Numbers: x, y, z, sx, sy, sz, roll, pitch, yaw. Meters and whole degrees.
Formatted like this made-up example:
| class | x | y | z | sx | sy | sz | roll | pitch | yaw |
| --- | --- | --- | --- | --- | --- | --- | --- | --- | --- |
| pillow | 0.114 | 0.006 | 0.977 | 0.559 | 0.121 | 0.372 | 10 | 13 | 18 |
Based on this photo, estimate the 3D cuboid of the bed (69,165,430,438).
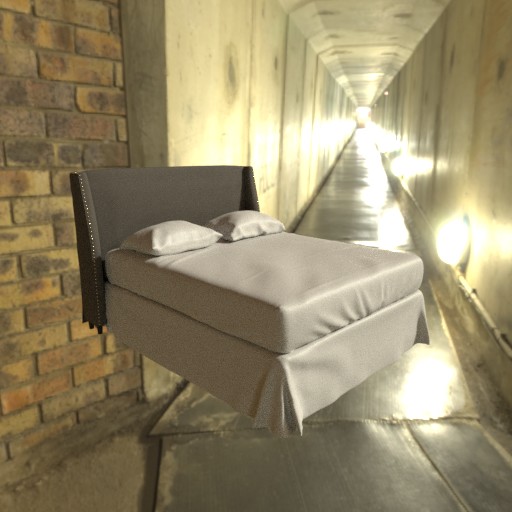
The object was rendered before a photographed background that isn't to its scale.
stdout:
| class | x | y | z | sx | sy | sz | roll | pitch | yaw |
| --- | --- | --- | --- | --- | --- | --- | --- | --- | --- |
| bed | 0.000 | 0.000 | 3.501 | 2.276 | 1.332 | 1.925 | 13 | 19 | 43 |
